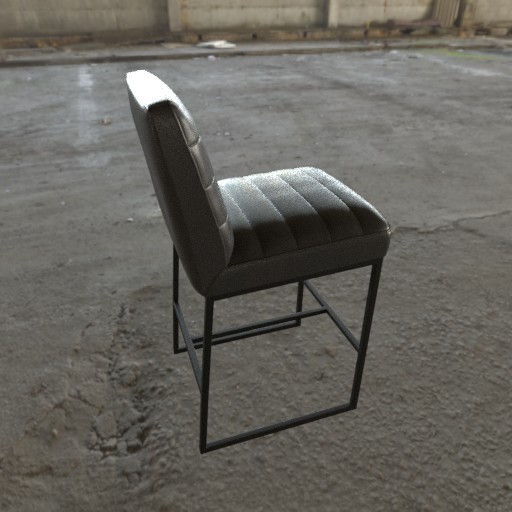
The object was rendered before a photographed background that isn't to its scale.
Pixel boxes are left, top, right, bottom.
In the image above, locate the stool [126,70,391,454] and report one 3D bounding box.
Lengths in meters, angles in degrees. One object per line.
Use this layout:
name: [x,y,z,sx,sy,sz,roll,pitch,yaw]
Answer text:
stool: [0.000,0.000,1.231,0.552,0.938,0.457,-10,32,-16]
